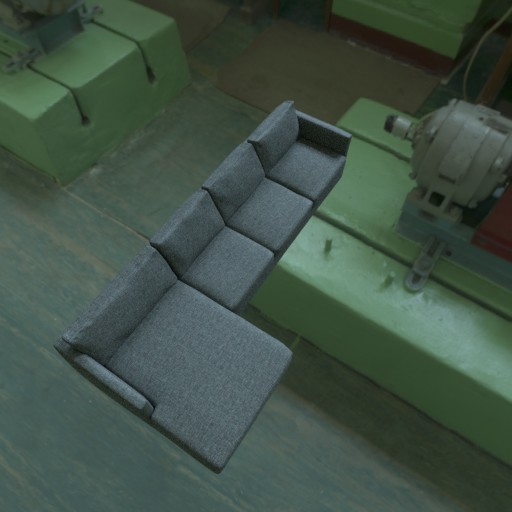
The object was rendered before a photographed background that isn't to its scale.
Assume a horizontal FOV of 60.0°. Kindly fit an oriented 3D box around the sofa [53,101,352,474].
[{"bbox_3d":[0.000,0.000,4.240,1.635,0.960,3.485,29,62,17],"label":"sofa"}]
